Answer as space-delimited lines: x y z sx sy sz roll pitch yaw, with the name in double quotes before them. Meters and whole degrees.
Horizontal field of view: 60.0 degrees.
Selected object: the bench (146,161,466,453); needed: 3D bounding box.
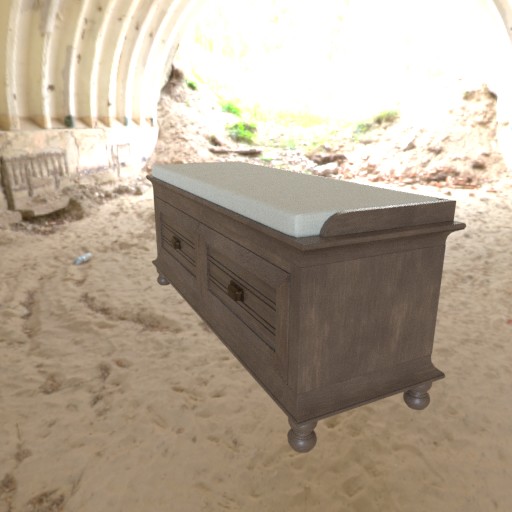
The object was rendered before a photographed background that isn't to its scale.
"bench" 0.000 0.000 1.411 0.402 0.501 1.185 -8 19 -25
